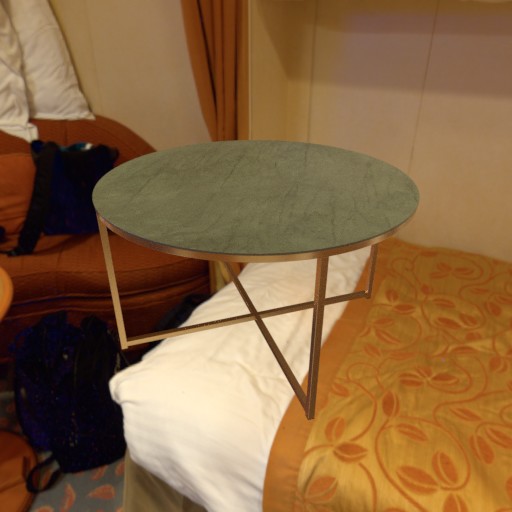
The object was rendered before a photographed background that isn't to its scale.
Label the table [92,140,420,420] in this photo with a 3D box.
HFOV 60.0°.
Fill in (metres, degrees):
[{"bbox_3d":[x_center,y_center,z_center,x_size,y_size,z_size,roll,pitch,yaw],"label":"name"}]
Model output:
[{"bbox_3d":[0.000,0.000,1.247,0.800,0.450,0.800,0,29,0],"label":"table"}]
